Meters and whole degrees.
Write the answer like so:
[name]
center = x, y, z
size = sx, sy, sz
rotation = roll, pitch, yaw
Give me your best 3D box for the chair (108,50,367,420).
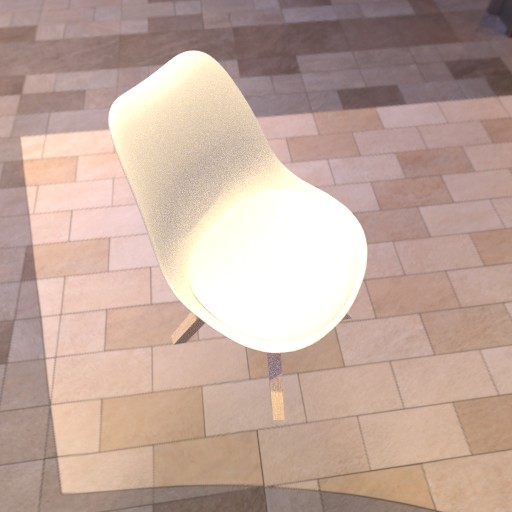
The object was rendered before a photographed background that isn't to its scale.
[chair]
center = 0.000, 0.000, 1.161
size = 0.550, 0.850, 0.485
rotation = 32, 63, 19
